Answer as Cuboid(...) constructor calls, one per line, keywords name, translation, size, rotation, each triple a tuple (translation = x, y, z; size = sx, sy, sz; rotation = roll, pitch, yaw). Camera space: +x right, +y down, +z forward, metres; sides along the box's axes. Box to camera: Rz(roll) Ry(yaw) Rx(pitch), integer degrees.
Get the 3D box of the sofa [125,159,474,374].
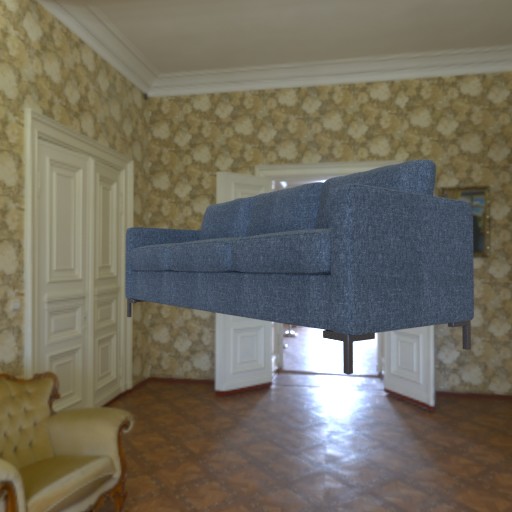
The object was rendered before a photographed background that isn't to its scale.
Cuboid(name="sofa", translation=(0.000, 0.000, 2.654), size=(0.859, 0.874, 2.218), rotation=(1, -2, -36))
